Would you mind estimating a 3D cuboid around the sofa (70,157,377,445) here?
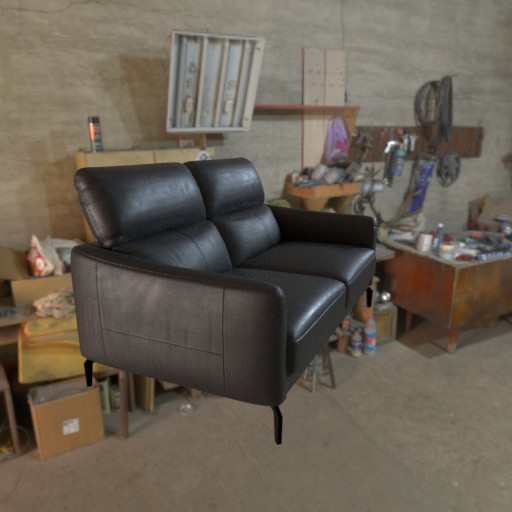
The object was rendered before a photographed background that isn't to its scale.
[{"bbox_3d":[0.000,0.000,2.233,0.958,0.920,1.596,7,16,25],"label":"sofa"}]
